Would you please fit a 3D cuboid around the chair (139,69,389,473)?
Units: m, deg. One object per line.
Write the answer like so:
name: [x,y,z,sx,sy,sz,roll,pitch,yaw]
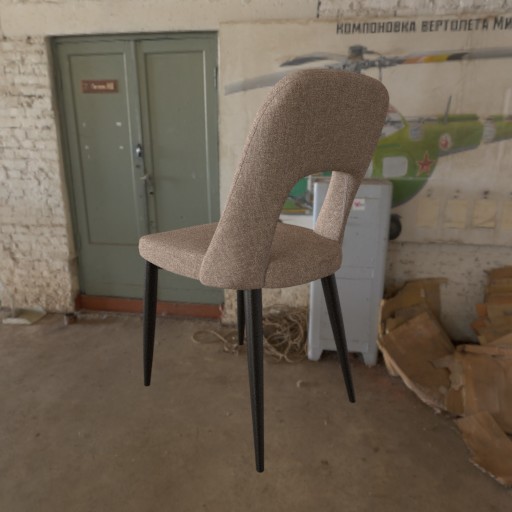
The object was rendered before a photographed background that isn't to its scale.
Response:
chair: [0.000,0.000,1.263,0.470,0.931,0.612,-15,21,-42]
